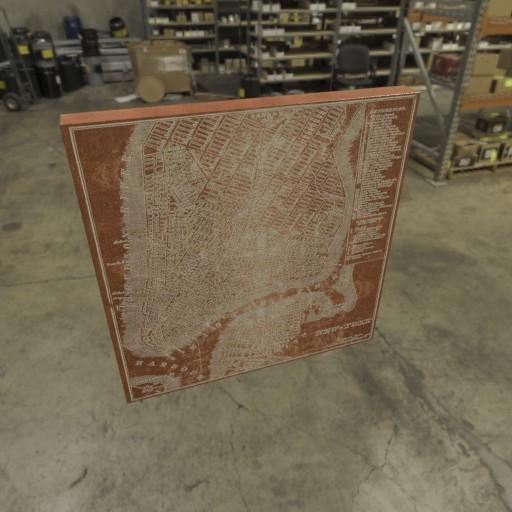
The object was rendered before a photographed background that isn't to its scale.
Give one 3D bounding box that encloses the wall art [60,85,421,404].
[{"bbox_3d":[0.000,0.000,0.596,0.403,0.403,0.035,-11,35,-16],"label":"wall art"}]
